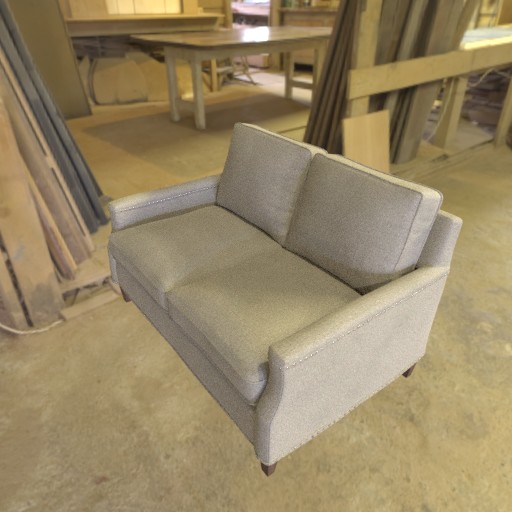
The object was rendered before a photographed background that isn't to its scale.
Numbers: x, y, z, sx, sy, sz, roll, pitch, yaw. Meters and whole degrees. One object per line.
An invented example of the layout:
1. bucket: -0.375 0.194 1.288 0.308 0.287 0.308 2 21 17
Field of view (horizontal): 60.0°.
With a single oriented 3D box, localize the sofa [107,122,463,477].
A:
1. sofa: 0.000 0.000 2.286 1.084 1.003 1.597 -21 37 -31
